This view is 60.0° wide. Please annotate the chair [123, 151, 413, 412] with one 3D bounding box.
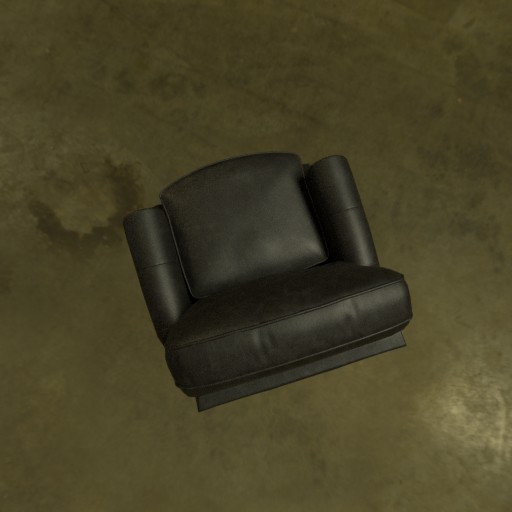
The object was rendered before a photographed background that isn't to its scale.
[{"bbox_3d":[0.000,0.000,1.777,0.936,1.018,0.986,-16,76,-4],"label":"chair"}]
